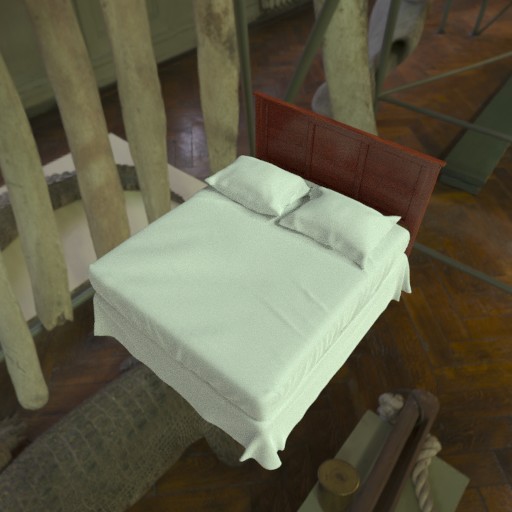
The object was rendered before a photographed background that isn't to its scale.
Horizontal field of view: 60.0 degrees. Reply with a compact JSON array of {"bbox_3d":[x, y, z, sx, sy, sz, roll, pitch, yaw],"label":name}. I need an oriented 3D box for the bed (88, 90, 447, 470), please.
[{"bbox_3d":[0.000,0.000,3.250,1.870,1.270,2.050,30,53,26],"label":"bed"}]
